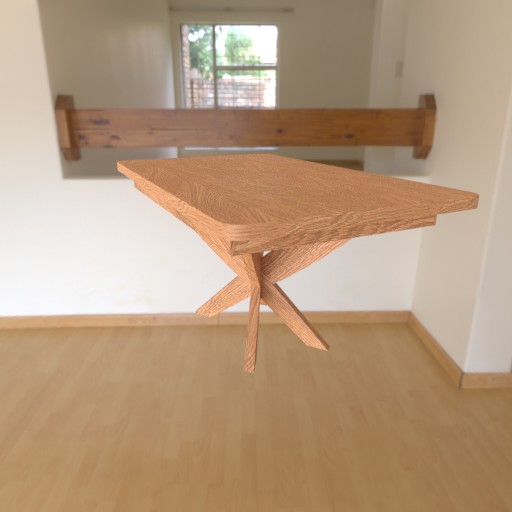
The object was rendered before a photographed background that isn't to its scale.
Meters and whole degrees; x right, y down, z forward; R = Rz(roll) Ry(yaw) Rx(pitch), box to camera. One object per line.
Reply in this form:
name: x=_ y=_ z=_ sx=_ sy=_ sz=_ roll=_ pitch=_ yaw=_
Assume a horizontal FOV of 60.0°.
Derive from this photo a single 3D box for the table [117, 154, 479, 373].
table: x=0.000 y=0.000 z=2.091 sx=0.950 sy=0.770 sz=1.600 roll=-9 pitch=20 yaw=-25
